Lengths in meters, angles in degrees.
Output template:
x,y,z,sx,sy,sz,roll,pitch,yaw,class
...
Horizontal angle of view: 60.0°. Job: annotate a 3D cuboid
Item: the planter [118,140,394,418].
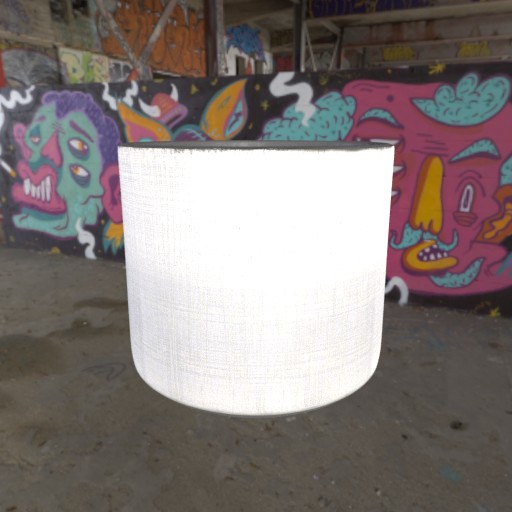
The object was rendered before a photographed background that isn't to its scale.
x,y,z,sx,sy,sz,roll,pitch,yaw,class
0.000,0.000,0.445,0.254,0.221,0.254,0,16,0,planter
